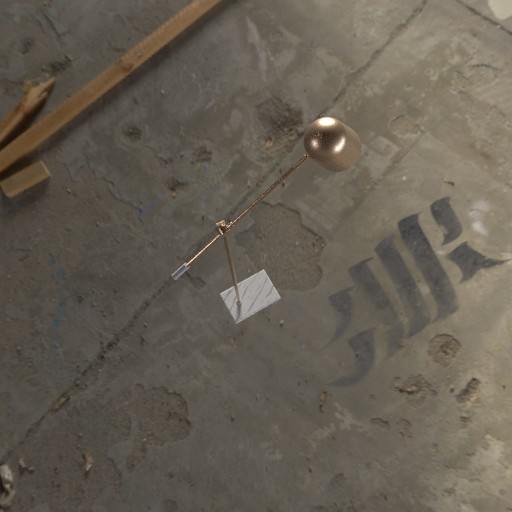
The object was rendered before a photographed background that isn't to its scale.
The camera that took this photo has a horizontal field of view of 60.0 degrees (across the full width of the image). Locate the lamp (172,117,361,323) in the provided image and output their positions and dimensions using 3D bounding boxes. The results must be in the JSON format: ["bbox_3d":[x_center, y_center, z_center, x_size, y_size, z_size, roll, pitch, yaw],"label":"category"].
[{"bbox_3d":[0.000,0.000,1.830,0.653,1.594,0.194,-29,76,-8],"label":"lamp"}]
